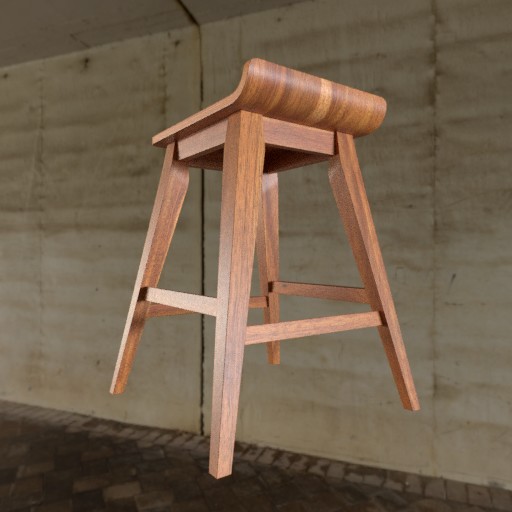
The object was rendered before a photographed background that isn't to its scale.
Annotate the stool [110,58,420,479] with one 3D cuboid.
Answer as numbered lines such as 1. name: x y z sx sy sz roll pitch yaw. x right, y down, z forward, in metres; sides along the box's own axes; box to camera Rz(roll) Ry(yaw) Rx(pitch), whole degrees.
1. stool: 0.000 0.000 0.997 0.500 0.650 0.500 0 1 -36
